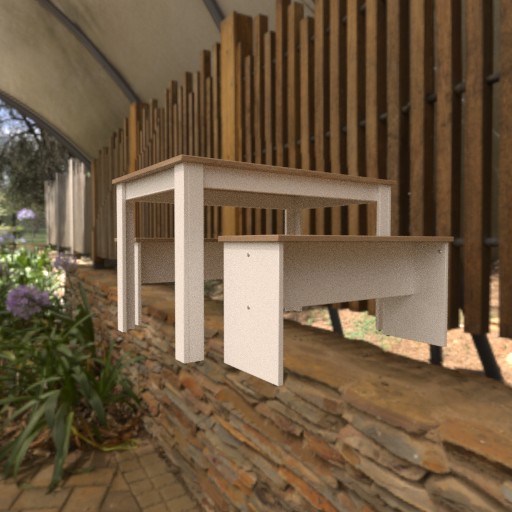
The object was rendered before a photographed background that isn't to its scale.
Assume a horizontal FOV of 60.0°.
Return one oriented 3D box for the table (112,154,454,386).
[{"bbox_3d":[0.000,0.000,2.065,1.100,0.700,1.443,-1,2,-35],"label":"table"}]
